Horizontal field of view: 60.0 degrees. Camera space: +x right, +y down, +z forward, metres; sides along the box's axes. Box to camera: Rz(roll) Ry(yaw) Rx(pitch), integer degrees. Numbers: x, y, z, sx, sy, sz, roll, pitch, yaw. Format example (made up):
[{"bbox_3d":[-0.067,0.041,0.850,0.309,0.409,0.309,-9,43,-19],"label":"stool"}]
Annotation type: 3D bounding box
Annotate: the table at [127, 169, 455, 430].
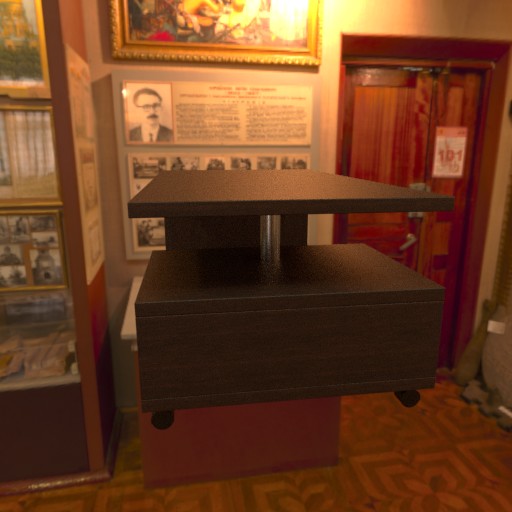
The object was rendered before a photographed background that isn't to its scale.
[{"bbox_3d":[0.000,0.000,1.338,0.590,0.460,1.050,-2,14,-8],"label":"table"}]
